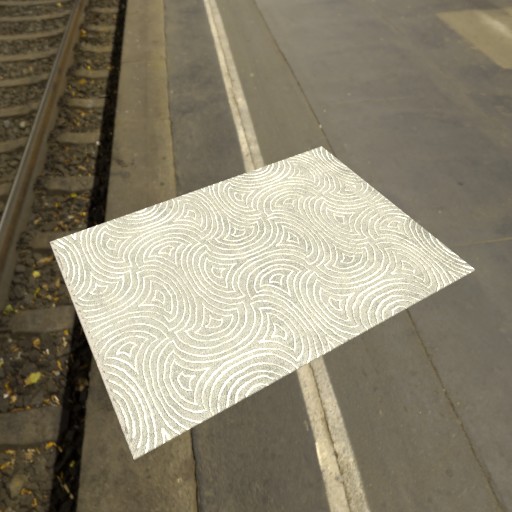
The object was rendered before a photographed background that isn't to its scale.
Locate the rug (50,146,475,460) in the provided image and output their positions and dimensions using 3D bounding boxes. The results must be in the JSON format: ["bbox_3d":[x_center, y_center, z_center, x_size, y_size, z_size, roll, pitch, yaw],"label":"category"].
[{"bbox_3d":[0.000,0.000,2.742,2.144,0.015,1.543,-23,51,-20],"label":"rug"}]
